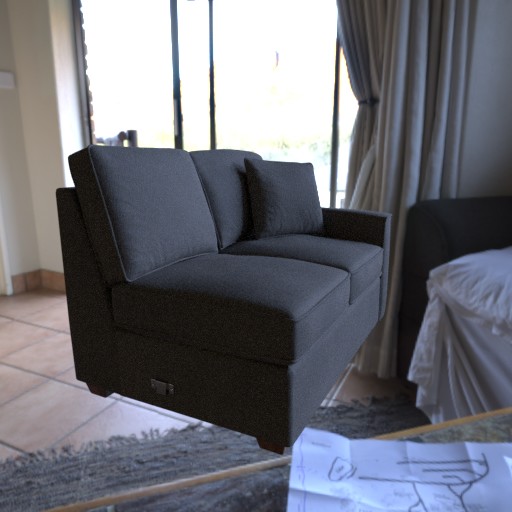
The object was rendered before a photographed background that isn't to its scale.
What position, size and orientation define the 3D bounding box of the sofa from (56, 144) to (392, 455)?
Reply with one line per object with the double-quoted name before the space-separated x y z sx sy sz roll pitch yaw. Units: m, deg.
"sofa" 0.000 0.000 2.063 0.991 0.989 1.388 7 14 27
